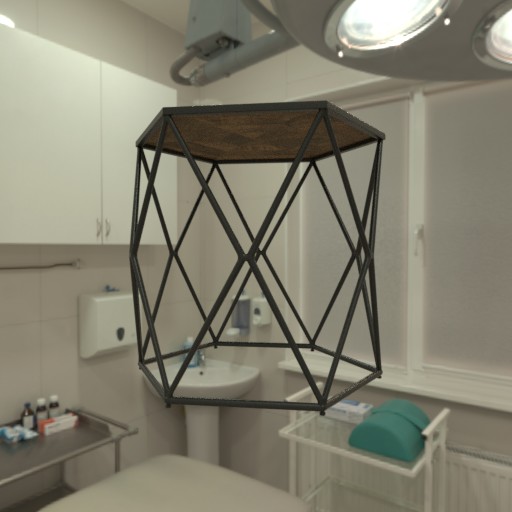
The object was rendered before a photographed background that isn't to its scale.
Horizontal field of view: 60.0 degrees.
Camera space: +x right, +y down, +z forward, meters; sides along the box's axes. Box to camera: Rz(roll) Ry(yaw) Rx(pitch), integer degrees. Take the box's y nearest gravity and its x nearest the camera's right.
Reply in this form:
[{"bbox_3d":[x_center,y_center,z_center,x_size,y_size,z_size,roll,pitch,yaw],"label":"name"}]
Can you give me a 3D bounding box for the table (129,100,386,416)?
[{"bbox_3d":[0.000,0.000,1.058,0.579,0.564,0.578,1,2,36],"label":"table"}]
